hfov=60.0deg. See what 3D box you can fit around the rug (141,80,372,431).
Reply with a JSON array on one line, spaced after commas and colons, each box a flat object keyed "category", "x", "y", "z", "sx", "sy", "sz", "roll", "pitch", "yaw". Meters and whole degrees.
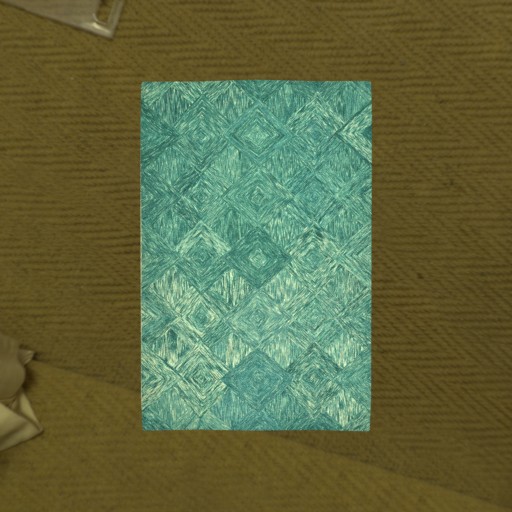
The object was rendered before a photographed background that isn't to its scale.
[{"category": "rug", "x": 0.000, "y": 0.000, "z": 2.183, "sx": 1.136, "sy": 0.017, "sz": 1.728, "roll": 0, "pitch": 91, "yaw": 0}]
